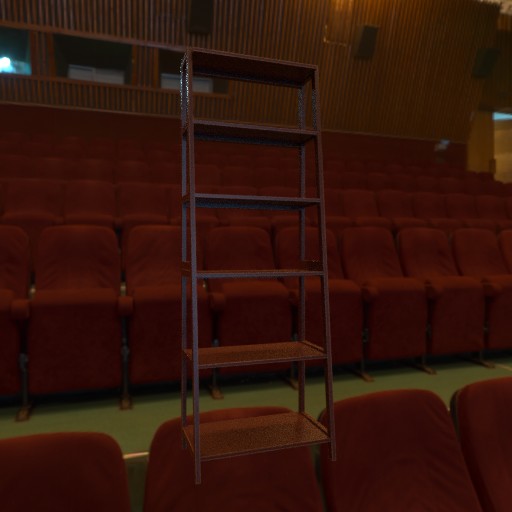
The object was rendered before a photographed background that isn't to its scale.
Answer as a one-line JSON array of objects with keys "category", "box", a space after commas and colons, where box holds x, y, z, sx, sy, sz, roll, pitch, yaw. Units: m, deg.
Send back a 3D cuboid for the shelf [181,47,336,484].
[{"category": "shelf", "box": [0.000, 0.000, 2.121, 0.660, 1.892, 0.381, 0, 0, -19]}]
